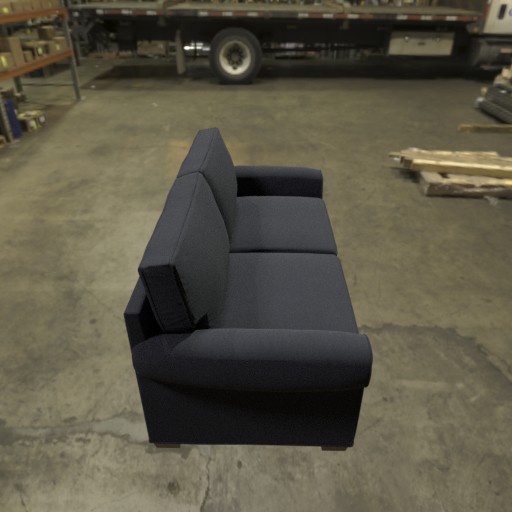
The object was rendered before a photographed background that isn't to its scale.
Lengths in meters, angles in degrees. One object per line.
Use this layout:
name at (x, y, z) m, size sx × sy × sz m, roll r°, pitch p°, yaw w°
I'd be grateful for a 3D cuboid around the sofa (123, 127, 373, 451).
sofa at (0.000, 0.000, 2.536) m, size 0.951 × 1.031 × 2.009 m, roll 1°, pitch 32°, yaw 1°
